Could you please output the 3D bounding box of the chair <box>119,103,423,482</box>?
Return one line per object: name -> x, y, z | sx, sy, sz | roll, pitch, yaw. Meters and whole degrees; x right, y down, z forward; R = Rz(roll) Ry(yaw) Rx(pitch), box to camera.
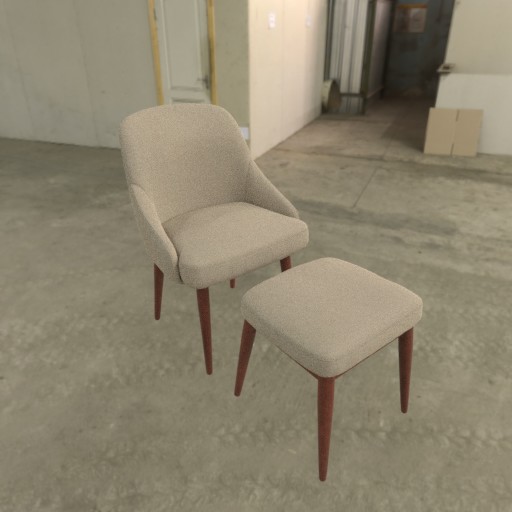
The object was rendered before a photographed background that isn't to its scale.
chair -> 0.000, 0.000, 1.546 | 0.584, 0.866, 1.114 | -21, 35, -33
